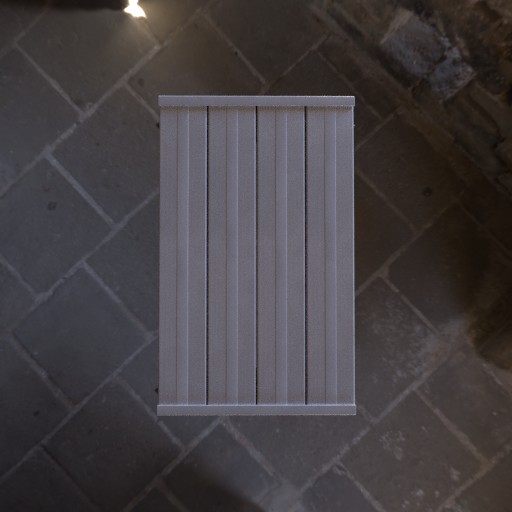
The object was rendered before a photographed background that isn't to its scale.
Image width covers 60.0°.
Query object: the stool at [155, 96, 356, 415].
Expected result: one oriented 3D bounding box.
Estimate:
[{"bbox_3d":[0.000,0.000,0.742,0.385,0.225,0.535,0,89,0],"label":"stool"}]
